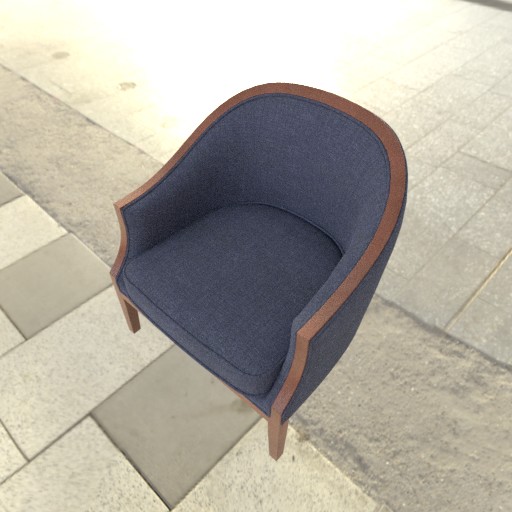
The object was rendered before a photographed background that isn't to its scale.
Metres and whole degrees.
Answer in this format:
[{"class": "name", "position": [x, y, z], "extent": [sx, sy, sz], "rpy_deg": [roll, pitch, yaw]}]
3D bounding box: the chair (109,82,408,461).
[{"class": "chair", "position": [0.000, 0.000, 1.475], "extent": [0.803, 0.876, 0.735], "rpy_deg": [32, 54, 28]}]
